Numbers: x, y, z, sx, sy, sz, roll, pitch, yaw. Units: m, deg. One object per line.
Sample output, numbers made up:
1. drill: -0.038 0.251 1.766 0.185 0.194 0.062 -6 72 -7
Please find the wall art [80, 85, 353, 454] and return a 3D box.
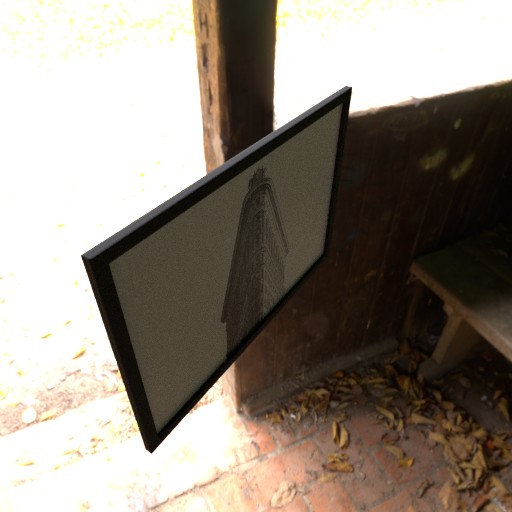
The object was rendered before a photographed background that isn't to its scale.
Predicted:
1. wall art: 0.000 0.000 1.226 0.026 0.656 0.958 25 46 26
